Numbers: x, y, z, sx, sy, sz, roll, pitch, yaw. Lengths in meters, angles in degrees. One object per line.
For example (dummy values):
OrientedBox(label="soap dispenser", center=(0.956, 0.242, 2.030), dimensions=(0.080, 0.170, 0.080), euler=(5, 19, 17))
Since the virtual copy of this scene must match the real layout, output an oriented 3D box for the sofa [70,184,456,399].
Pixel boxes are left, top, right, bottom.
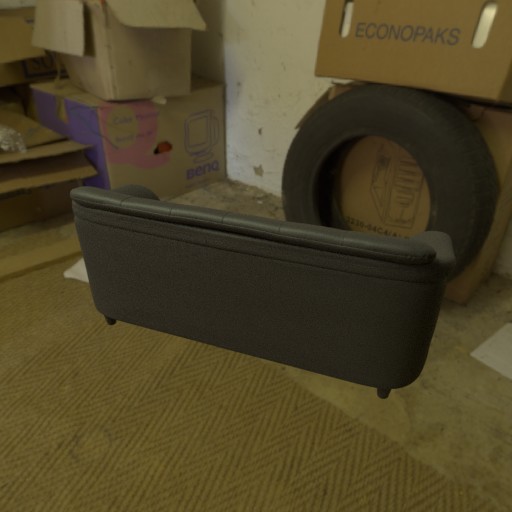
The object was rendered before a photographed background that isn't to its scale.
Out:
OrientedBox(label="sofa", center=(0.000, 0.000, 2.274), dimensions=(1.829, 0.811, 0.800), euler=(11, 33, 17))
